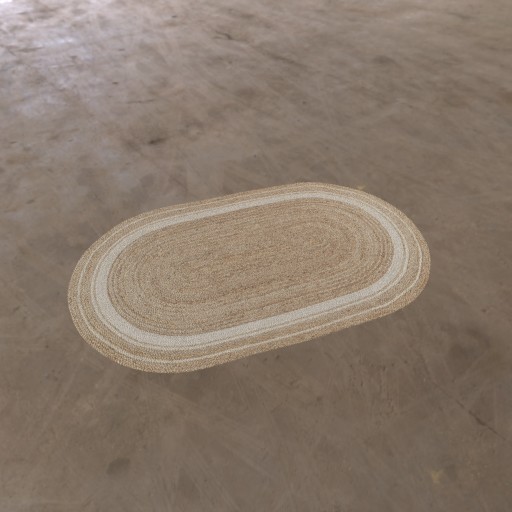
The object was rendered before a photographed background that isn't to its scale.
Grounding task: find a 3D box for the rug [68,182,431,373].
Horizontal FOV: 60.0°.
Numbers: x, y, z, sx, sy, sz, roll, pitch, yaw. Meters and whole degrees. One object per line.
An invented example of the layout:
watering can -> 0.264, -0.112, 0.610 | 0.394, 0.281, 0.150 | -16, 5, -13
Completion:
rug -> 0.000, 0.000, 3.004 | 2.432, 0.006, 1.520 | -13, 44, -14
